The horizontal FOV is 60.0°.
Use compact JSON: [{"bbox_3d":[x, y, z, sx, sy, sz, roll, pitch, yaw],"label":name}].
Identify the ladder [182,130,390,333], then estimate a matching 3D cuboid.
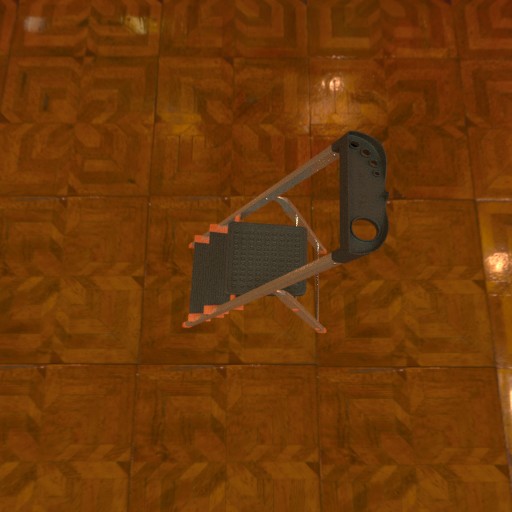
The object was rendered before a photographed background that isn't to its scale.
[{"bbox_3d":[0.000,0.000,1.568,0.686,1.229,0.416,2,75,1],"label":"ladder"}]
